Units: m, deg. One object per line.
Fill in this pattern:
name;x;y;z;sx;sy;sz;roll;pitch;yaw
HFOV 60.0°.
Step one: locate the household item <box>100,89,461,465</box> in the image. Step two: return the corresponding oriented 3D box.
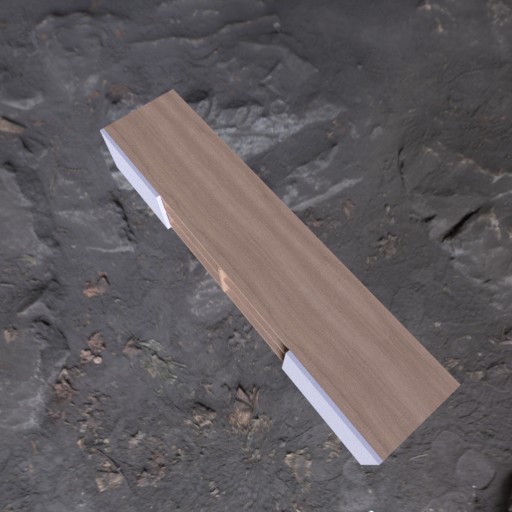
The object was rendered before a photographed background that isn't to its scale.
household item;0.000;0.000;2.000;0.420;0.310;1.850;-36;70;-15
